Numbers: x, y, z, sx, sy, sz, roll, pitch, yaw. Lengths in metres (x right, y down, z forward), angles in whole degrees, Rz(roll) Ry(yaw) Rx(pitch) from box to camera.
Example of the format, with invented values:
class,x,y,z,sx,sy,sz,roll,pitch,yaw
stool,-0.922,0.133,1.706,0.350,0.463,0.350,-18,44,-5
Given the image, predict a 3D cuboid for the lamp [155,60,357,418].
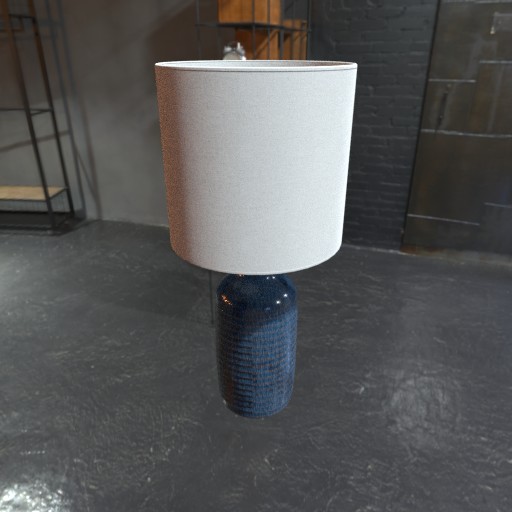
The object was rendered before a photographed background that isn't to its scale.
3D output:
class,x,y,z,sx,sy,sz,roll,pitch,yaw
lamp,0.000,0.000,0.595,0.220,0.475,0.220,8,26,17
